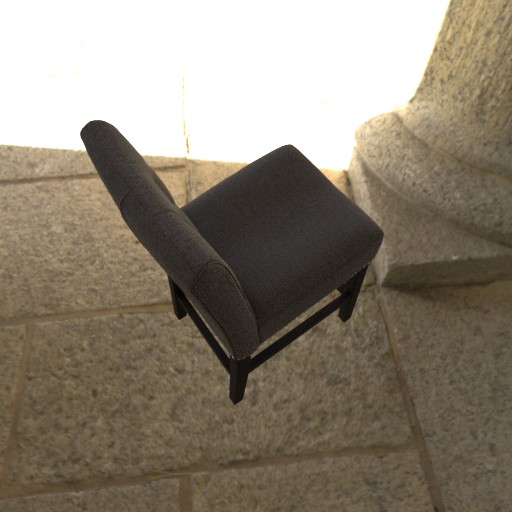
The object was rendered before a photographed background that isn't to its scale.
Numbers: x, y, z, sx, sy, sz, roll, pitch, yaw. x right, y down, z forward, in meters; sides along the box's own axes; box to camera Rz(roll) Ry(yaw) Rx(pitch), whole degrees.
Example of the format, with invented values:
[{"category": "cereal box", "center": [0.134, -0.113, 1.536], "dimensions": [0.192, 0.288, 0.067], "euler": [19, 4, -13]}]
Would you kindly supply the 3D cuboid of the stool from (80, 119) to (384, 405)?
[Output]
[{"category": "stool", "center": [0.000, 0.000, 1.193], "dimensions": [0.571, 0.885, 0.427], "euler": [-31, 63, -18]}]
